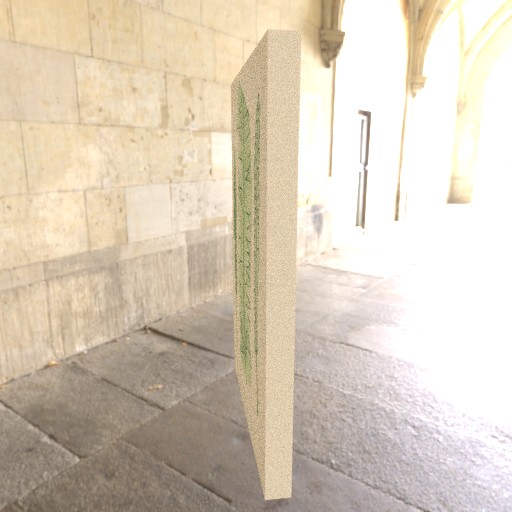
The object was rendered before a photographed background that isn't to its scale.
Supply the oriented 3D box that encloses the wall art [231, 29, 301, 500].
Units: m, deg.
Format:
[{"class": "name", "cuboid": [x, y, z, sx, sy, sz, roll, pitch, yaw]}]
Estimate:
[{"class": "wall art", "cuboid": [0.000, 0.000, 0.759, 0.038, 0.608, 0.418, -2, 13, -8]}]
